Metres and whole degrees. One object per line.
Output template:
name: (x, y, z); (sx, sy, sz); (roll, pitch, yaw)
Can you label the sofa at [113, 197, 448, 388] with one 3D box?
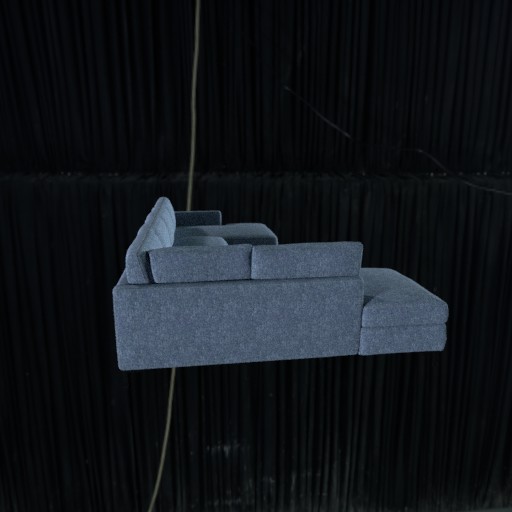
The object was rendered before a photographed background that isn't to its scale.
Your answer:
sofa: (0.000, 0.000, 3.708); (1.879, 0.756, 2.737); (-2, 14, -8)
